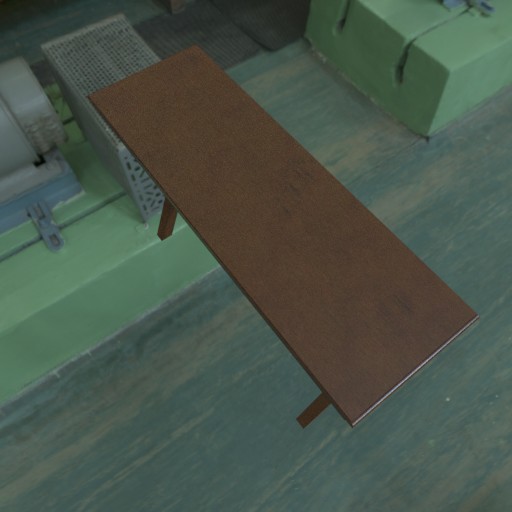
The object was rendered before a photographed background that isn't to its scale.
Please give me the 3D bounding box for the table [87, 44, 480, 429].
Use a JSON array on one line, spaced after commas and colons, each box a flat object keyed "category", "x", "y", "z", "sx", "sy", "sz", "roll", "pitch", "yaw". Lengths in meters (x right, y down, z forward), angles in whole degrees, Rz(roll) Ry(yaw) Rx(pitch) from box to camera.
[{"category": "table", "x": 0.000, "y": 0.000, "z": 1.526, "sx": 0.399, "sy": 0.763, "sz": 1.197, "roll": -34, "pitch": 67, "yaw": -16}]
